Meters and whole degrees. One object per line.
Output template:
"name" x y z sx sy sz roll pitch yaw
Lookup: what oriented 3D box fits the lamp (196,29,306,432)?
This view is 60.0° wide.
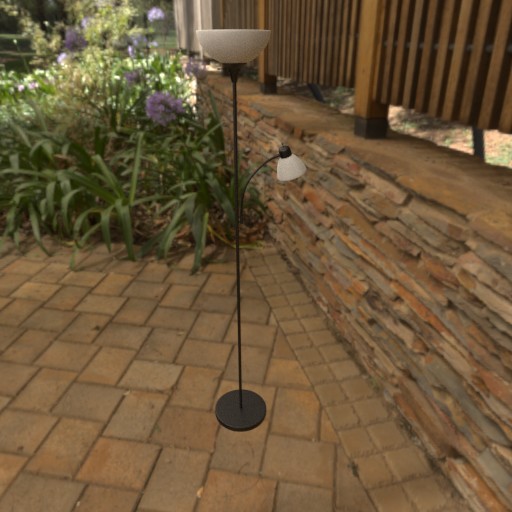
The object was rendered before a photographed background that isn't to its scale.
"lamp" 0.000 0.000 1.993 0.442 1.804 0.279 -8 27 -17
